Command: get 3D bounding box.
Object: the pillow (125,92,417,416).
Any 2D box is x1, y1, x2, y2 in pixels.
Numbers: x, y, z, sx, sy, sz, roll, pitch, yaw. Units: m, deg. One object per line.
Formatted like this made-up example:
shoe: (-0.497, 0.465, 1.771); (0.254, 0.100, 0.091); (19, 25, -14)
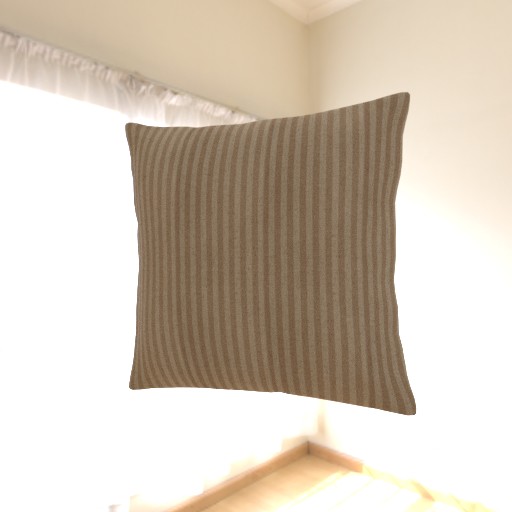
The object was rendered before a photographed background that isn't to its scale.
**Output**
pillow: (0.000, 0.000, 0.770); (0.523, 0.510, 0.166); (0, -1, 18)
